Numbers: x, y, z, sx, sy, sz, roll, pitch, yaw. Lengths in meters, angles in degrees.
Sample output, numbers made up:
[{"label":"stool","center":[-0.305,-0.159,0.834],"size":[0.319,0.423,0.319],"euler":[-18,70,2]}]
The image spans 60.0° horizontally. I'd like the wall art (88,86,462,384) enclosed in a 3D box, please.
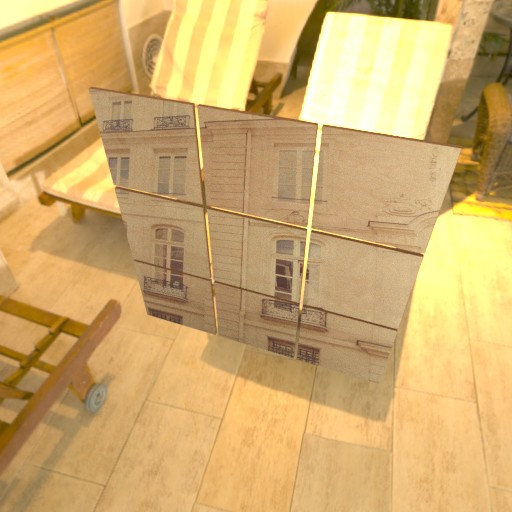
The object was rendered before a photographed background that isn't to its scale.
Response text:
[{"label":"wall art","center":[0.000,0.000,1.349],"size":[0.915,0.913,0.018],"euler":[14,45,14]}]
